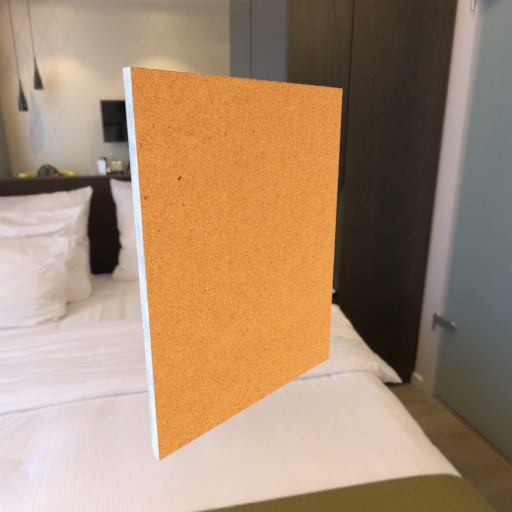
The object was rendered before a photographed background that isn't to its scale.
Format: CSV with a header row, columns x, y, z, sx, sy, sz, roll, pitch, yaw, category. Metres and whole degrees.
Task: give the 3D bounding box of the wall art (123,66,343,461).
x,y,z,sx,sy,sz,roll,pitch,yaw,category
0.000,0.000,0.829,0.020,0.613,0.481,15,22,42,wall art
